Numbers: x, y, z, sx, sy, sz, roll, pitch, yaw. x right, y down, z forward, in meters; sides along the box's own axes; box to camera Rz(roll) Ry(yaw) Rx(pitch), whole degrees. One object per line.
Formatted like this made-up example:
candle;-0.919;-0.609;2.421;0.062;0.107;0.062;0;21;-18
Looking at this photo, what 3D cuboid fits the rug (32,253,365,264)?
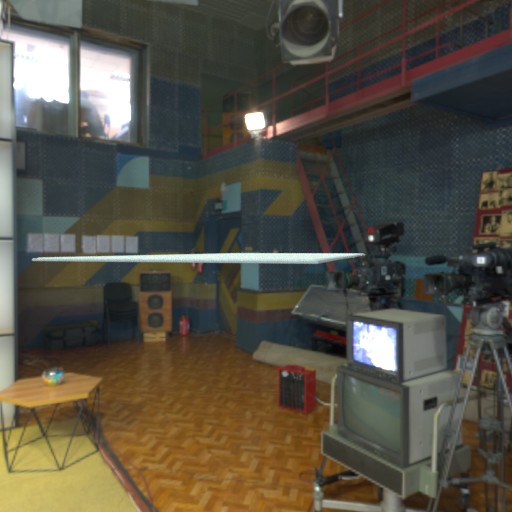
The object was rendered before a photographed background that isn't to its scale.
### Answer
rug;0.000;0.000;1.416;0.604;0.007;1.219;0;1;18
